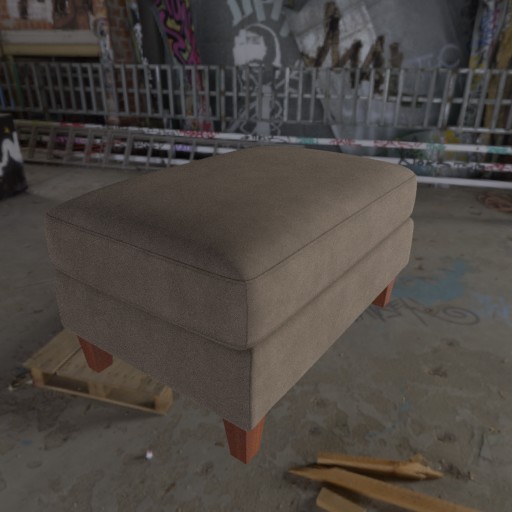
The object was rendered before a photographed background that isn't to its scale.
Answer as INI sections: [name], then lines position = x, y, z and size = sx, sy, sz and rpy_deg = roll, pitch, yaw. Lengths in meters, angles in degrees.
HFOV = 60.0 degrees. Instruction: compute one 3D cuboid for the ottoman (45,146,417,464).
[ottoman]
position = 0.000, 0.000, 1.192
size = 0.584, 0.483, 0.864
rpy_deg = 17, 30, 32
